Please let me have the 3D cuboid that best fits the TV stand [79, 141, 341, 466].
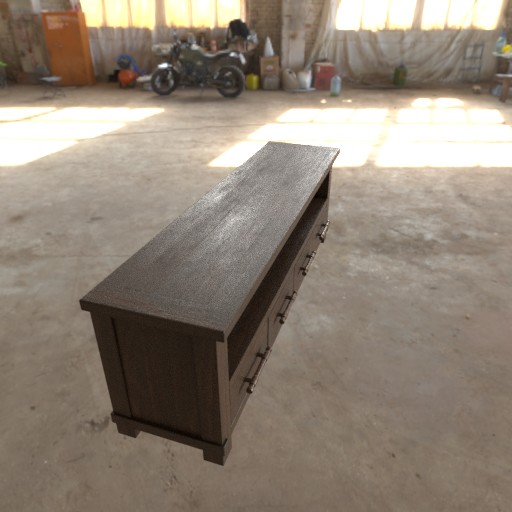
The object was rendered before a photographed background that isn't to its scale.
[{"bbox_3d":[0.000,0.000,2.153,0.471,0.615,1.866,10,31,16],"label":"TV stand"}]
